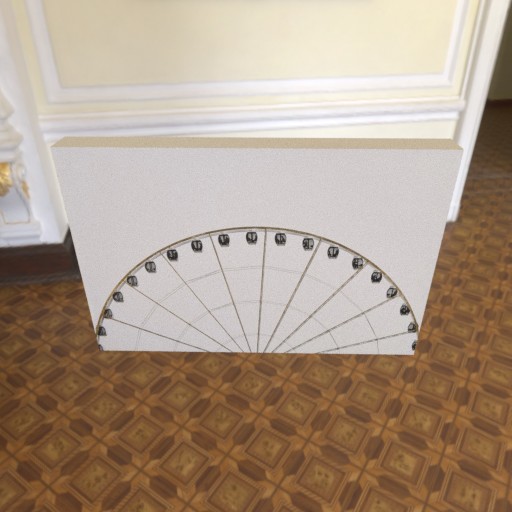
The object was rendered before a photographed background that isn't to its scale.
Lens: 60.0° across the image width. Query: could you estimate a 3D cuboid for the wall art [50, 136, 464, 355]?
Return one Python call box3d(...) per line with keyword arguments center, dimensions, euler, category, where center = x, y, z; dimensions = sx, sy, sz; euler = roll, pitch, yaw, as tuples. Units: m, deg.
box3d(center=(0.000, 0.000, 0.491), dimensions=(0.384, 0.254, 0.039), euler=(1, 31, 1), category="wall art")
